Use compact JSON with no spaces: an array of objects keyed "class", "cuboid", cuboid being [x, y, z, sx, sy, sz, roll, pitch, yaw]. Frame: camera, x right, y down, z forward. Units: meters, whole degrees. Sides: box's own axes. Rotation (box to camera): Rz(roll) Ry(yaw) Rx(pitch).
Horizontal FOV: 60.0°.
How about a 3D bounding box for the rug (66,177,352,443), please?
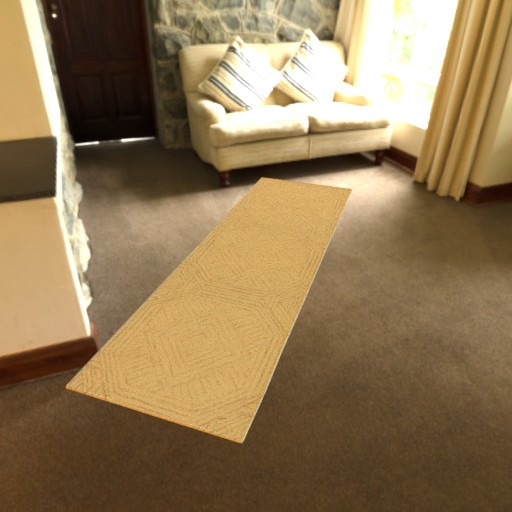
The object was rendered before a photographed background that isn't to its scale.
[{"class":"rug","cuboid":[0.000,0.000,2.672,0.775,0.012,2.452,10,33,17]}]
